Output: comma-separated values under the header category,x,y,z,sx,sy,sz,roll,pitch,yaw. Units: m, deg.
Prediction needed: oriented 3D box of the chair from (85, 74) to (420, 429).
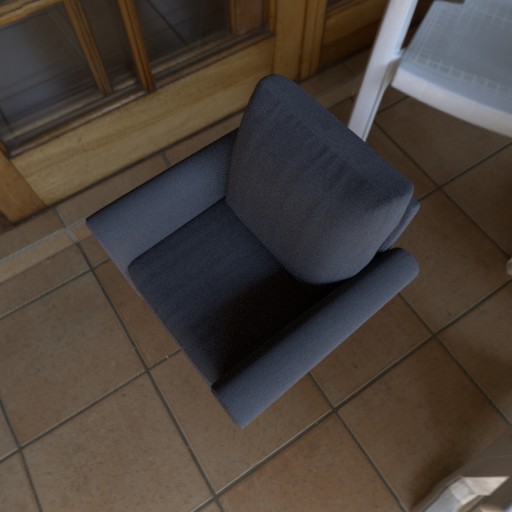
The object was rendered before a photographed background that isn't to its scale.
category,x,y,z,sx,sy,sz,roll,pitch,yaw
chair,0.000,0.000,1.601,0.828,0.942,0.867,-36,70,-16
